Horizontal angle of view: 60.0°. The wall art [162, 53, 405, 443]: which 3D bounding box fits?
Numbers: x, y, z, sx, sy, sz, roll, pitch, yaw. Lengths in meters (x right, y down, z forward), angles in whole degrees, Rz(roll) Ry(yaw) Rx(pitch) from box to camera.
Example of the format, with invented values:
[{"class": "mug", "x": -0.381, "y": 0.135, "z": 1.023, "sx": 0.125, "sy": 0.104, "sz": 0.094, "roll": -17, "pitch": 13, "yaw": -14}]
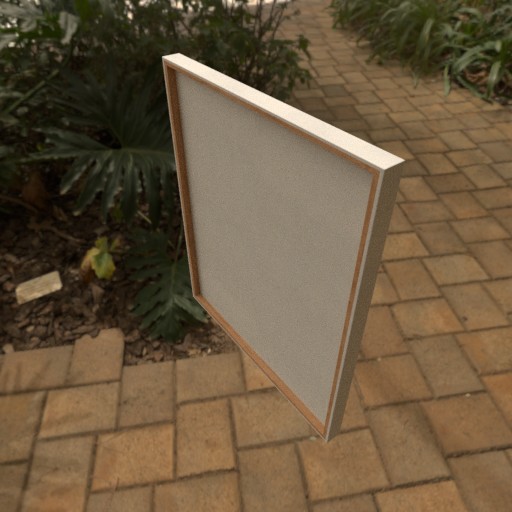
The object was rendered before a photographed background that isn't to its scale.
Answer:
[{"class": "wall art", "x": 0.000, "y": 0.000, "z": 0.839, "sx": 0.037, "sy": 0.606, "sz": 0.508, "roll": -26, "pitch": 47, "yaw": -28}]
